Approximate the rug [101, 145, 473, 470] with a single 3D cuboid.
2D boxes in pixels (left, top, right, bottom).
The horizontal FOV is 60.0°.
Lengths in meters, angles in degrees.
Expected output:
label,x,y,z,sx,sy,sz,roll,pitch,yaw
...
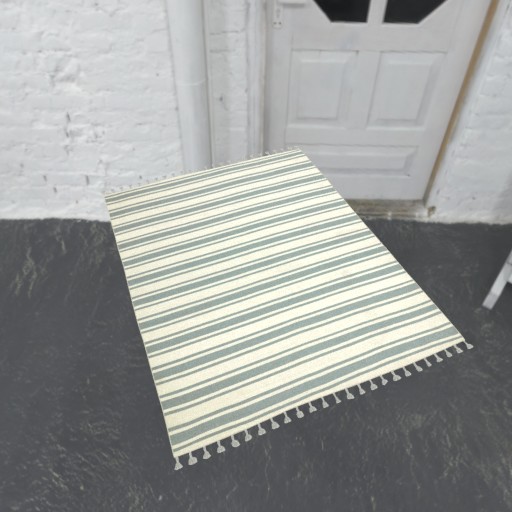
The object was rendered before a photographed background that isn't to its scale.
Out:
label,x,y,z,sx,sy,sz,roll,pitch,yaw
rug,0.000,0.000,4.218,2.439,0.005,3.201,-16,48,-15
